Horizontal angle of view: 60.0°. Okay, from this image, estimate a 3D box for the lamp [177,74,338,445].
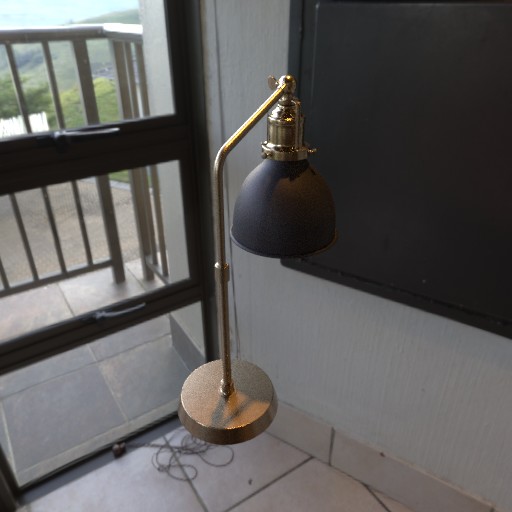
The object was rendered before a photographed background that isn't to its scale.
[{"bbox_3d":[0.000,0.000,0.615,0.160,0.456,0.291,21,36,32],"label":"lamp"}]
